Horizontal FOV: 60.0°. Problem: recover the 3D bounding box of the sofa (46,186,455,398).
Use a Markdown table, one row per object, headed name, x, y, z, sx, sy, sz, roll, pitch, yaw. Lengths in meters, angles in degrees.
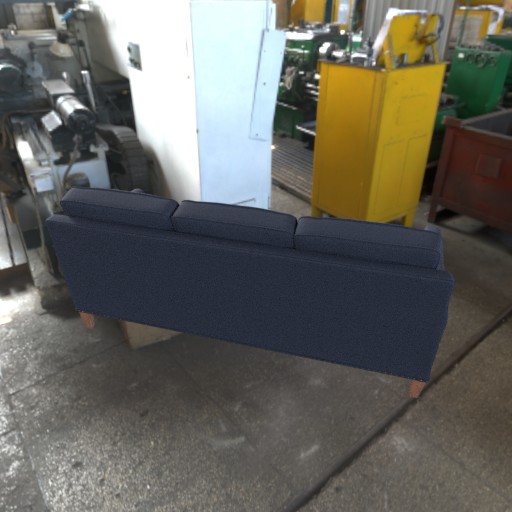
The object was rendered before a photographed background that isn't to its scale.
| name | x | y | z | sx | sy | sz | roll | pitch | yaw |
| --- | --- | --- | --- | --- | --- | --- | --- | --- | --- |
| sofa | 0.000 | 0.000 | 2.835 | 2.246 | 1.003 | 1.084 | 9 | 32 | 14 |
